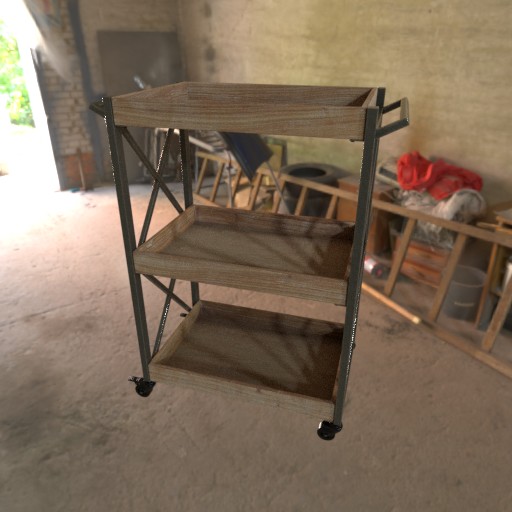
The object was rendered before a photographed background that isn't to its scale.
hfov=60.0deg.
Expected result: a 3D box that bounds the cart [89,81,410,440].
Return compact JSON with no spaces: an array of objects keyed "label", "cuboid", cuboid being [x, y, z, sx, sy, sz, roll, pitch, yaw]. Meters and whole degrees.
[{"label":"cart","cuboid":[0.000,0.000,1.193,0.673,0.835,0.377,8,28,15]}]
